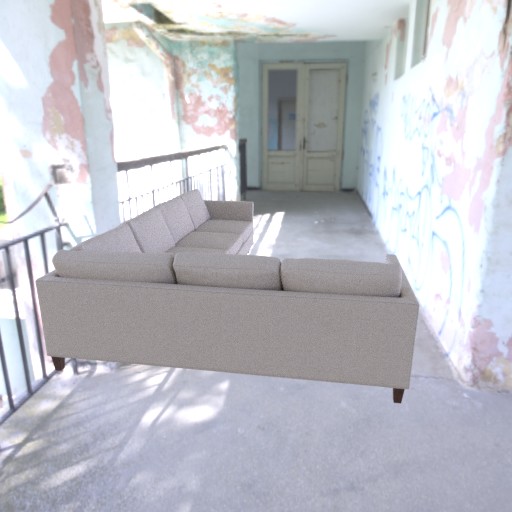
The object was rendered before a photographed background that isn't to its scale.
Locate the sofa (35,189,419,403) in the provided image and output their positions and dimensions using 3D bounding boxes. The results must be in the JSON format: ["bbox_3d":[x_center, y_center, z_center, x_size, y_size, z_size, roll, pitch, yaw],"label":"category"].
[{"bbox_3d":[0.000,0.000,4.261,2.432,0.863,3.182,3,17,9],"label":"sofa"}]
